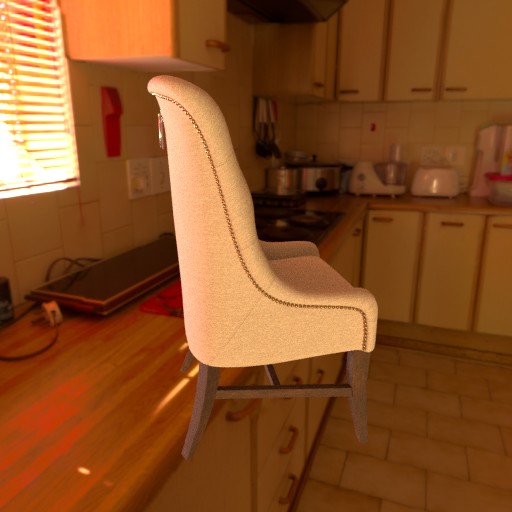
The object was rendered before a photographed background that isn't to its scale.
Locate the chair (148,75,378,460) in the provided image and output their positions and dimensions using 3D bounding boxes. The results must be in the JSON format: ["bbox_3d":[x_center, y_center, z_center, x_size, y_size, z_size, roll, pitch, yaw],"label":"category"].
[{"bbox_3d":[0.000,0.000,1.467,0.629,1.091,0.634,-3,16,-9],"label":"chair"}]
